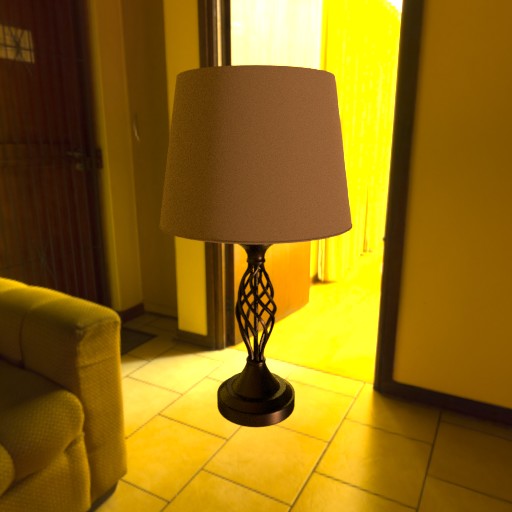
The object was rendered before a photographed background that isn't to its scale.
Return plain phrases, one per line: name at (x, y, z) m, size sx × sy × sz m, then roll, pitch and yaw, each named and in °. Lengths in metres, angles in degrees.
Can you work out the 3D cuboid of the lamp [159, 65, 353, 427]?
lamp at (0.000, 0.000, 0.790) m, size 0.331 × 0.594 × 0.331 m, roll 0°, pitch 15°, yaw 0°
